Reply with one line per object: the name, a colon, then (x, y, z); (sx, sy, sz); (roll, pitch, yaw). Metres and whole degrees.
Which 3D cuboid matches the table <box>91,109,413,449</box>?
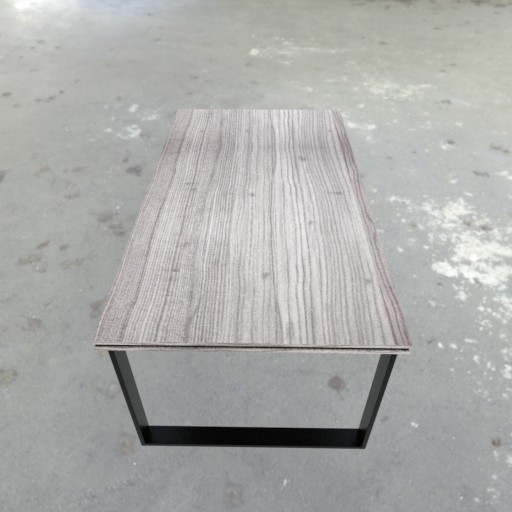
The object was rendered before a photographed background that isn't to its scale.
table: (0.000, 0.000, 2.050); (0.881, 0.736, 1.579); (1, 41, 1)
